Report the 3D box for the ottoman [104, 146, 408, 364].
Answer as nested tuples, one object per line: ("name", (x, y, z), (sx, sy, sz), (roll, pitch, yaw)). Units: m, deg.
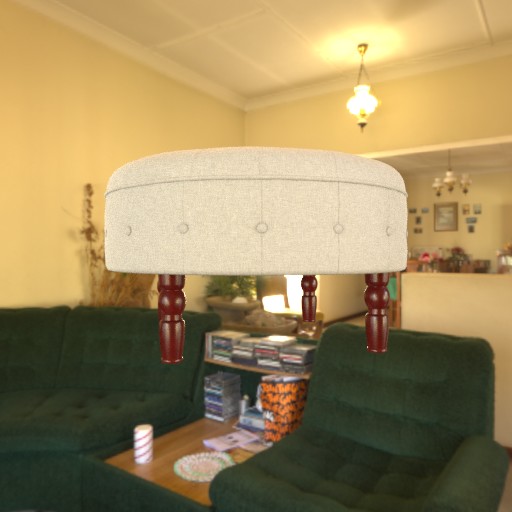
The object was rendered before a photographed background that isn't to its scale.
("ottoman", (0.000, 0.000, 1.311), (0.849, 0.478, 0.849), (0, 0, 0))
